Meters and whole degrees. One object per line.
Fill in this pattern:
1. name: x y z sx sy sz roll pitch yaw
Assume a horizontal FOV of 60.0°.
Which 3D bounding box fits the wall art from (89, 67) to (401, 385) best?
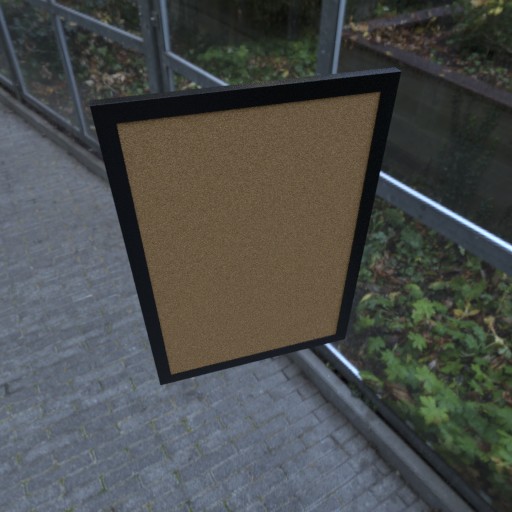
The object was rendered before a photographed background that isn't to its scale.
1. wall art: 0.000 0.000 0.855 0.462 0.656 0.019 -11 42 -12
